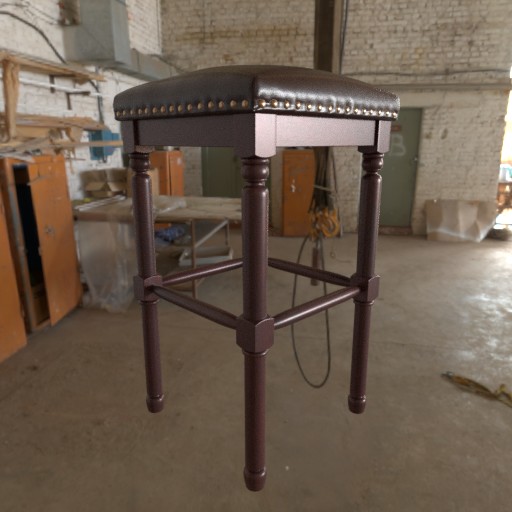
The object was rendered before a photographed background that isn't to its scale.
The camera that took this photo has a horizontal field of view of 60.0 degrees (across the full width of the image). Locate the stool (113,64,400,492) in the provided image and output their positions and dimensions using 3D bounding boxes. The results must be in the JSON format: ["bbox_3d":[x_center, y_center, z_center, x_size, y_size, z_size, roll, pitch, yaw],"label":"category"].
[{"bbox_3d":[0.000,0.000,0.894,0.383,0.702,0.382,-14,20,-43],"label":"stool"}]
